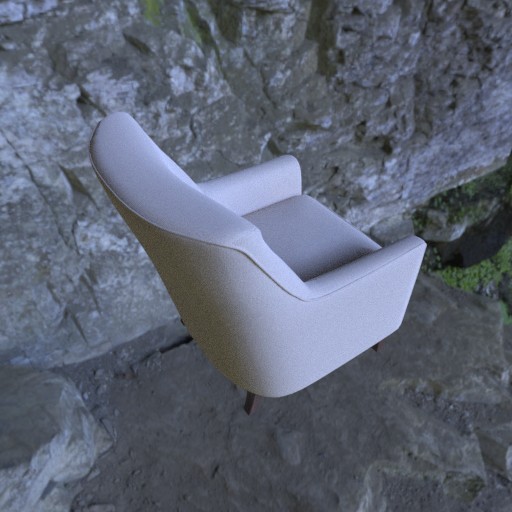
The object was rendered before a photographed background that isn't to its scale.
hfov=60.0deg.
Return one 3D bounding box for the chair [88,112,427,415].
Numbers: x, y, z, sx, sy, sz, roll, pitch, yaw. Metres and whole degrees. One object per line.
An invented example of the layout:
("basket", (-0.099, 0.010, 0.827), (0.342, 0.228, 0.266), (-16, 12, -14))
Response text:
("chair", (0.000, 0.000, 1.540), (0.879, 0.916, 0.756), (-24, 46, -25))
